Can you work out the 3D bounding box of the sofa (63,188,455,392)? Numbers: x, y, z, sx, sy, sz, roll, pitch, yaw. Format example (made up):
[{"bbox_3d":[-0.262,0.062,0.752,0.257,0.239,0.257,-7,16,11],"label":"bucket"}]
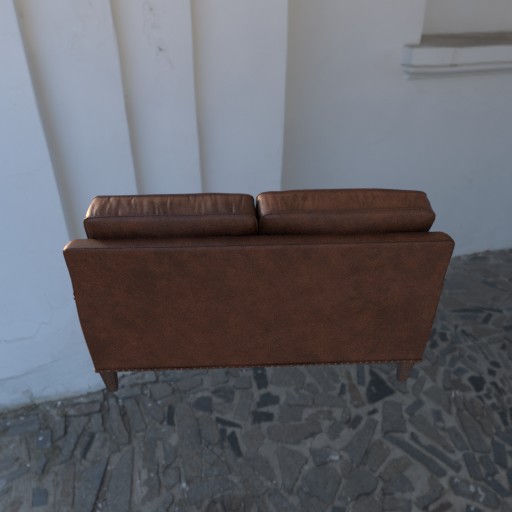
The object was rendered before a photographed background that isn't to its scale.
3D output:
[{"bbox_3d":[0.000,0.000,2.315,1.628,1.003,1.083,-1,30,-2],"label":"sofa"}]
